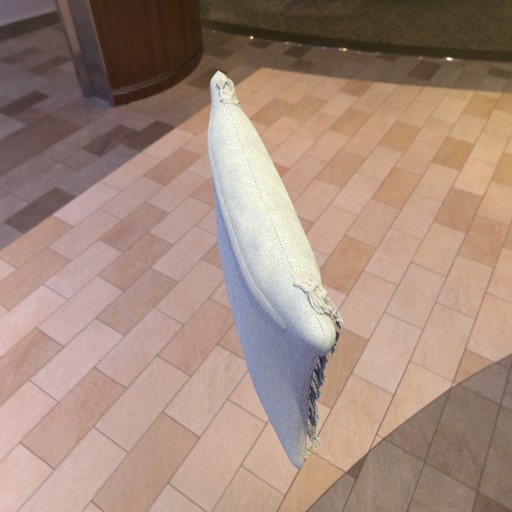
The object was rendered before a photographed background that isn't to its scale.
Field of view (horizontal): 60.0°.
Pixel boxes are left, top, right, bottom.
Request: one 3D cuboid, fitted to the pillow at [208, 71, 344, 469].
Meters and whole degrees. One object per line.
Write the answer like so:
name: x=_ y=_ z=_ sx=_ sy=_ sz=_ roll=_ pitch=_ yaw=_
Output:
pillow: x=0.000 y=0.000 z=0.592 sx=0.084 sy=0.305 sz=0.466 roll=-10 pitch=48 yaw=-9
